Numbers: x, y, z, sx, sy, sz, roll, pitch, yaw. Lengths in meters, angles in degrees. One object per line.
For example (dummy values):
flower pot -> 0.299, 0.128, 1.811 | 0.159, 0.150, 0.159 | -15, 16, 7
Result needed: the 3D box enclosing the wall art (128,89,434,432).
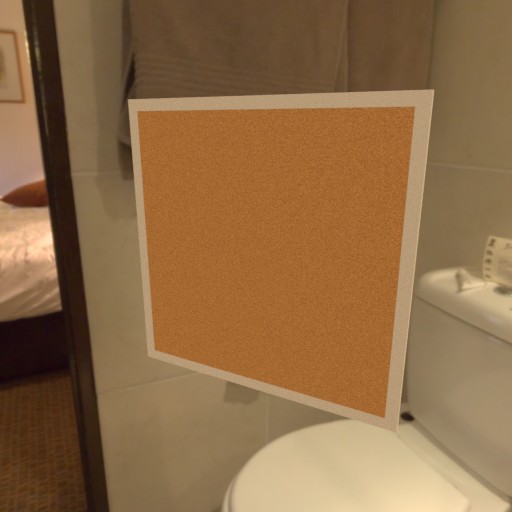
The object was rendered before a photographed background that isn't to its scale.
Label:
wall art -> 0.000, 0.000, 0.670 | 0.456, 0.457, 0.009 | 9, 19, 27
